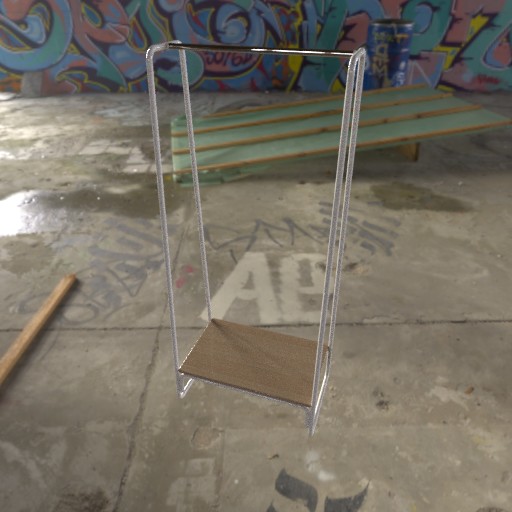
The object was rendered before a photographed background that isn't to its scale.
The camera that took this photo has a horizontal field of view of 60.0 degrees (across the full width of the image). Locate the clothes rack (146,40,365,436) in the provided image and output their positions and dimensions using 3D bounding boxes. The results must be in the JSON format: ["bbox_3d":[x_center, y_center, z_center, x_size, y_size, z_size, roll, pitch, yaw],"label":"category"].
[{"bbox_3d":[0.000,0.000,1.744,0.640,1.500,0.400,10,33,16],"label":"clothes rack"}]
